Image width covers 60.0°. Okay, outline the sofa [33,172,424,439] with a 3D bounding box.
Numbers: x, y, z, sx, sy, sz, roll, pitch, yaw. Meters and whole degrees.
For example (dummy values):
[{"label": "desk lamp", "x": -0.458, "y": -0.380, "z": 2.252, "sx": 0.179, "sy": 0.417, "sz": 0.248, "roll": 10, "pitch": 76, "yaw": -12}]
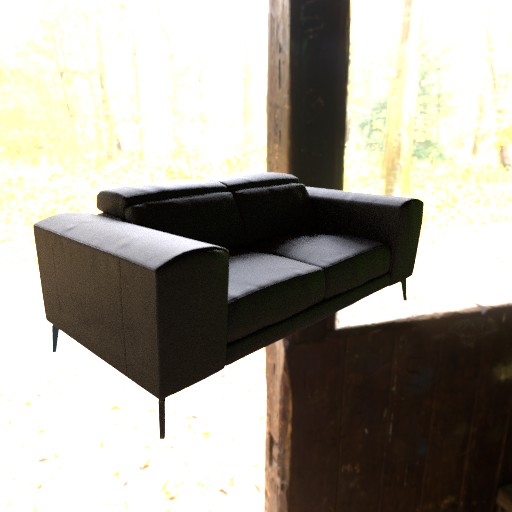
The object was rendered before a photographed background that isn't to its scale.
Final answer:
[{"label": "sofa", "x": 0.000, "y": 0.000, "z": 2.357, "sx": 1.003, "sy": 0.779, "sz": 1.895, "roll": 15, "pitch": 21, "yaw": 42}]
